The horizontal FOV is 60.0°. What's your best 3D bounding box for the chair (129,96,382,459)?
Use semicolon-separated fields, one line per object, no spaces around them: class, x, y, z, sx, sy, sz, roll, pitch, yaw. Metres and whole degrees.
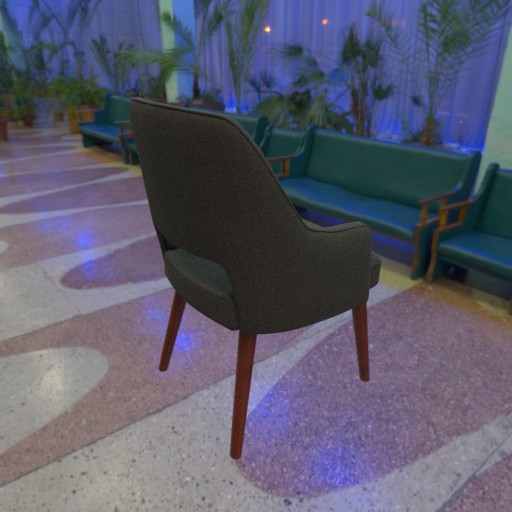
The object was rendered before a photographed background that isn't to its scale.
chair;0.000;0.000;1.217;0.560;0.838;0.559;-18;31;-33
